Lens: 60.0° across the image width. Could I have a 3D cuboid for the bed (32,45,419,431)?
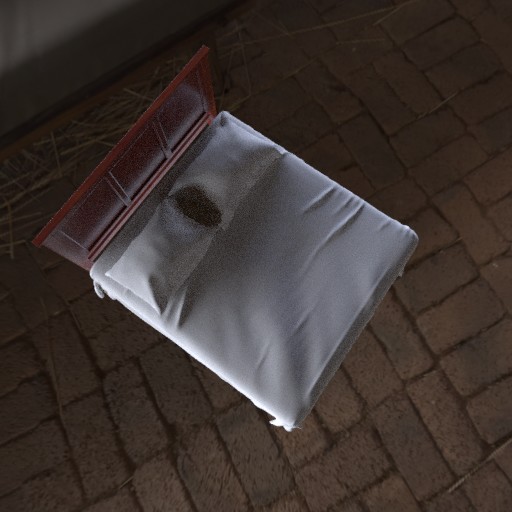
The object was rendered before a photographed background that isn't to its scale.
[{"bbox_3d":[0.000,0.000,3.205,2.050,1.270,1.870,35,78,8],"label":"bed"}]
